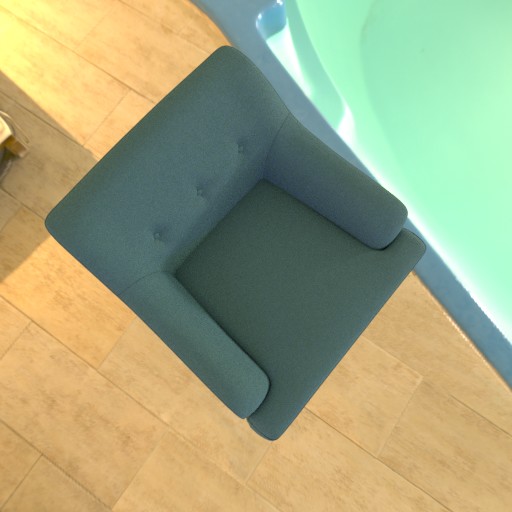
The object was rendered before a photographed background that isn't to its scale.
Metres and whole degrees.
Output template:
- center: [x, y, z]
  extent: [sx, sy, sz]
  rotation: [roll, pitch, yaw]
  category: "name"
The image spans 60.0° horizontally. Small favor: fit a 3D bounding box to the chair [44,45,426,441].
- center: [0.000, 0.000, 1.634]
  extent: [0.951, 0.818, 0.946]
  rotation: [40, 79, 9]
  category: "chair"
